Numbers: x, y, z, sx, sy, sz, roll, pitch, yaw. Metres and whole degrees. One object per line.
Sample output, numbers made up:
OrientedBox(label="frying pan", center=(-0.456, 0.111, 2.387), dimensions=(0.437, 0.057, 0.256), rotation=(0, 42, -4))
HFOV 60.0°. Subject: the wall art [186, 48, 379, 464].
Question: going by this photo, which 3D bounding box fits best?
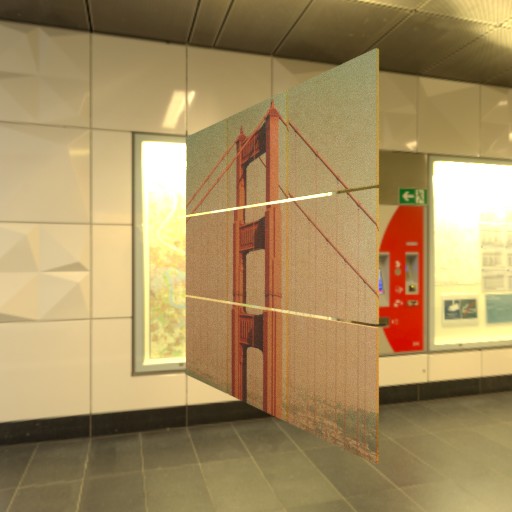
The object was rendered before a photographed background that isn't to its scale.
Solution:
OrientedBox(label="wall art", center=(0.000, 0.000, 1.792), dimensions=(0.013, 1.219, 1.214), rotation=(0, 0, -36))
